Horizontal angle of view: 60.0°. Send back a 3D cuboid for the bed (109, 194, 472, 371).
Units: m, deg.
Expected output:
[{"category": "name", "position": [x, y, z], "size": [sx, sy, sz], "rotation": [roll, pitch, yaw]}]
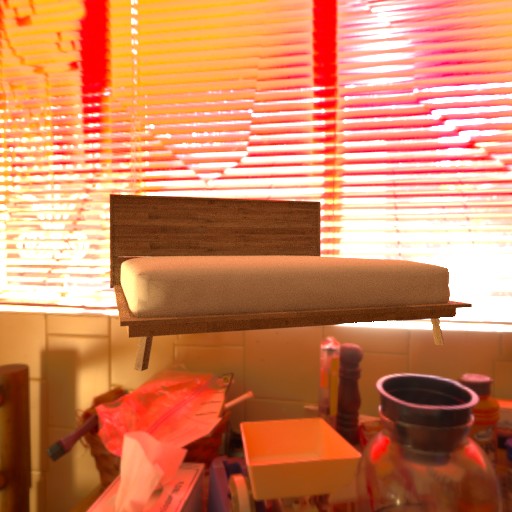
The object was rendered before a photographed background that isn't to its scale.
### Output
[{"category": "bed", "position": [0.000, 0.000, 3.394], "size": [2.116, 1.100, 2.167], "rotation": [0, 1, -18]}]
